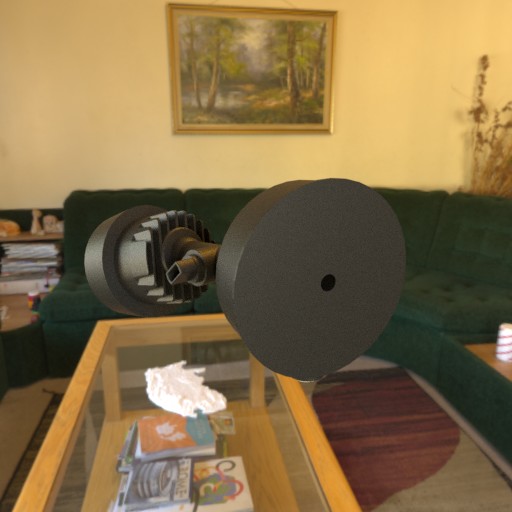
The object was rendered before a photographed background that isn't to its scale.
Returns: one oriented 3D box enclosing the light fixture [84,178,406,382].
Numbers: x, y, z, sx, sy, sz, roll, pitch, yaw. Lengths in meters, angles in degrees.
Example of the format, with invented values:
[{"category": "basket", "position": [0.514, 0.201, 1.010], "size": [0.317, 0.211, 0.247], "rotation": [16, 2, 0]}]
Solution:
[{"category": "light fixture", "position": [0.000, 0.000, 0.306], "size": [0.213, 0.120, 0.168], "rotation": [-7, 17, -26]}]
